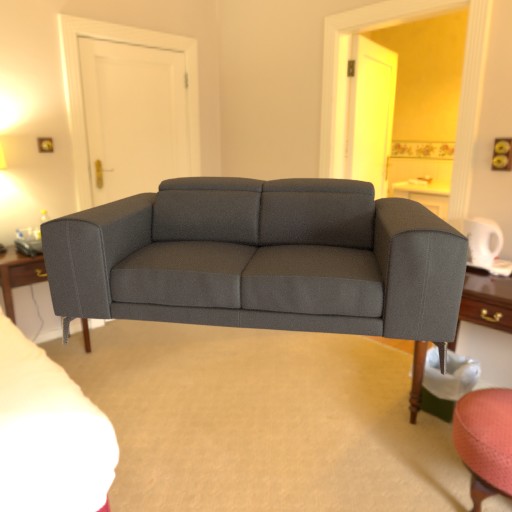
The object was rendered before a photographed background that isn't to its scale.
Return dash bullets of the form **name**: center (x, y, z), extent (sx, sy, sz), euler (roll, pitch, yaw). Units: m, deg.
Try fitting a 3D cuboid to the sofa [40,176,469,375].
- **sofa**: center (0.000, 0.000, 2.415), extent (1.895, 0.779, 1.003), euler (2, 15, 9)
